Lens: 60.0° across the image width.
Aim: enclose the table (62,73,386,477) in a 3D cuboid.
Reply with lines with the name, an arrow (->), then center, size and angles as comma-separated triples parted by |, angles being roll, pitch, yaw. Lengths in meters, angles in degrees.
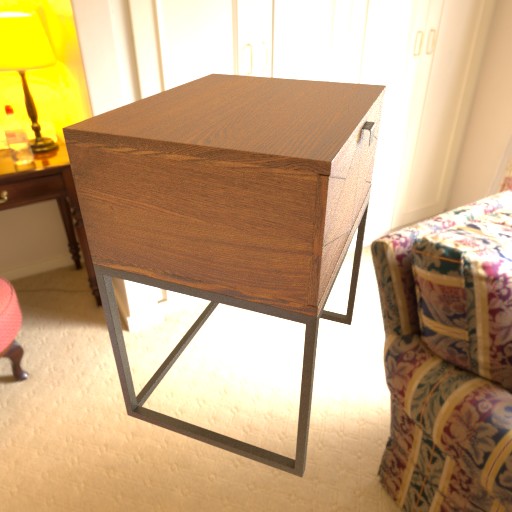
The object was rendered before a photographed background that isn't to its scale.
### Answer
table -> 0.000, 0.000, 0.913 | 0.400, 0.610, 0.482 | 12, 33, 18
